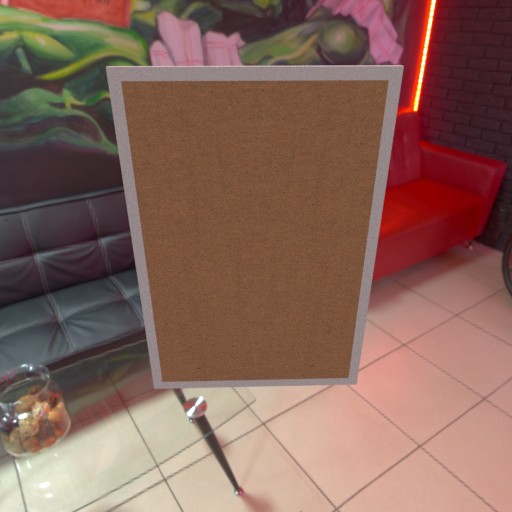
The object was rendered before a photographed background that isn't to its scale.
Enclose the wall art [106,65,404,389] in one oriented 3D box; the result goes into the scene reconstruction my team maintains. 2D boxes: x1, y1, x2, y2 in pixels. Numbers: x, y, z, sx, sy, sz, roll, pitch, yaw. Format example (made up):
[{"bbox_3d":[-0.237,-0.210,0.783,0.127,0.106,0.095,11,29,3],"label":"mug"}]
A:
[{"bbox_3d":[0.000,0.000,1.220,0.660,0.965,0.015,-1,29,-1],"label":"wall art"}]
